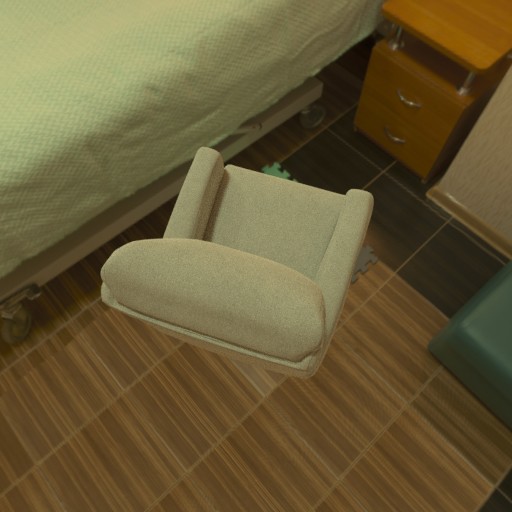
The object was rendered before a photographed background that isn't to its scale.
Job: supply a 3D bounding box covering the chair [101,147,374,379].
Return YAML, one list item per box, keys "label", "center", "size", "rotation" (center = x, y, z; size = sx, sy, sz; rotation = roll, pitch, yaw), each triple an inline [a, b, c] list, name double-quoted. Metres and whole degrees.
- label: "chair"
  center: [0.000, 0.000, 1.722]
  size: [0.794, 1.021, 0.940]
  rotation: [17, 64, 8]
